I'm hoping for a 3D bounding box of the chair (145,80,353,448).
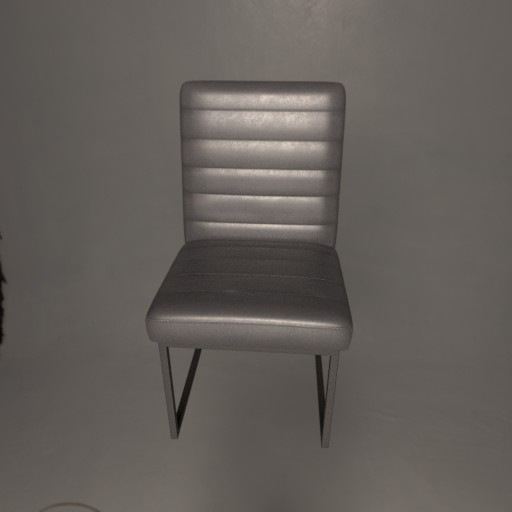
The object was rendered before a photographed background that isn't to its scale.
[{"bbox_3d":[0.000,0.000,1.340,0.520,0.930,0.634,2,29,4],"label":"chair"}]
